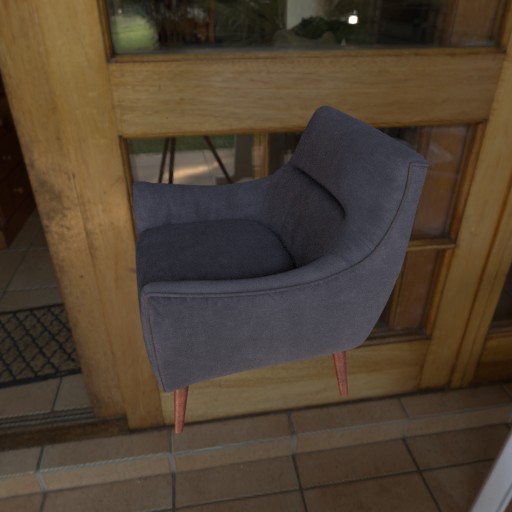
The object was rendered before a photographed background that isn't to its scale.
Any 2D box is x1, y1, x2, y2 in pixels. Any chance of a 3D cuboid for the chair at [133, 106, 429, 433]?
[{"bbox_3d":[0.000,0.000,1.488,0.787,0.838,0.762,-8,31,-13],"label":"chair"}]
